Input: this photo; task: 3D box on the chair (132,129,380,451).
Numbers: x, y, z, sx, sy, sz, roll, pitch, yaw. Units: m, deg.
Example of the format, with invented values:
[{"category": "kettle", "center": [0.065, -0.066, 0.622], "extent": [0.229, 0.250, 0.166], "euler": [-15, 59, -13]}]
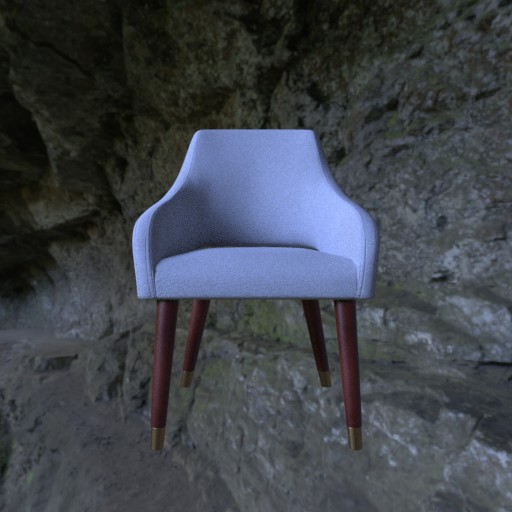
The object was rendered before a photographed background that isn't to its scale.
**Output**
[{"category": "chair", "center": [0.000, 0.000, 1.317], "extent": [0.609, 0.889, 0.600], "euler": [0, 2, 0]}]
